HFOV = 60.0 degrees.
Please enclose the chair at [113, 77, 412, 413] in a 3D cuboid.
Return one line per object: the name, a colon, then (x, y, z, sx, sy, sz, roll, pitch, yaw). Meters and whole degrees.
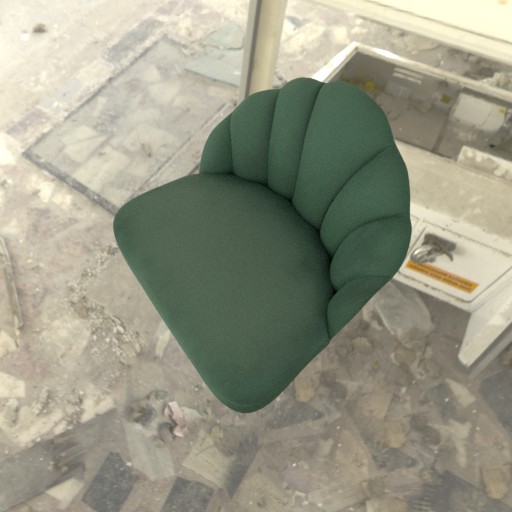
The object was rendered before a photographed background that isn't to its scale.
chair: (0.000, 0.000, 1.218, 0.599, 0.819, 0.657, -32, 66, -16)
